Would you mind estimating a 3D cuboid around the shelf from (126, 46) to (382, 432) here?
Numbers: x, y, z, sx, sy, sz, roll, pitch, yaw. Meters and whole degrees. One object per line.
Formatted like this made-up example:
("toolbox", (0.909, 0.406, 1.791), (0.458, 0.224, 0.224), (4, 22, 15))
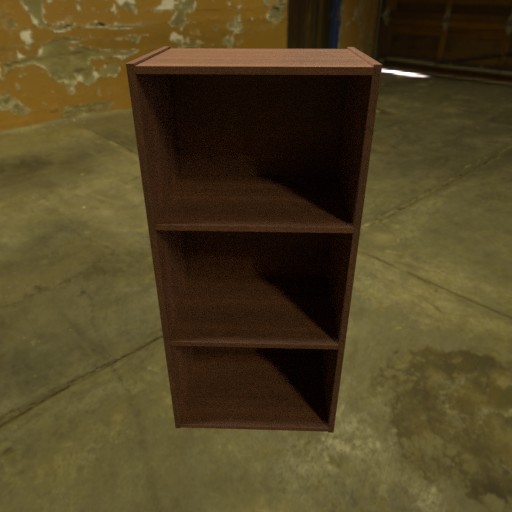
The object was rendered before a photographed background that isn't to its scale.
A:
("shelf", (0.000, 0.000, 1.055), (0.414, 0.879, 0.290), (1, 30, 2))
